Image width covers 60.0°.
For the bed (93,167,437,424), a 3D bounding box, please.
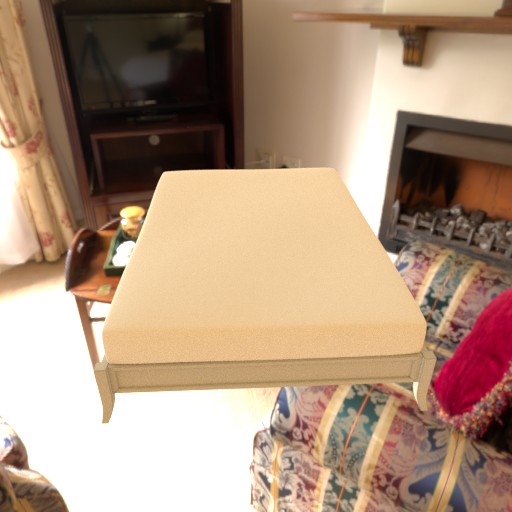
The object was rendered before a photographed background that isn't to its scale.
[{"bbox_3d":[0.000,0.000,2.704,1.460,0.510,1.985,-1,30,-3],"label":"bed"}]
